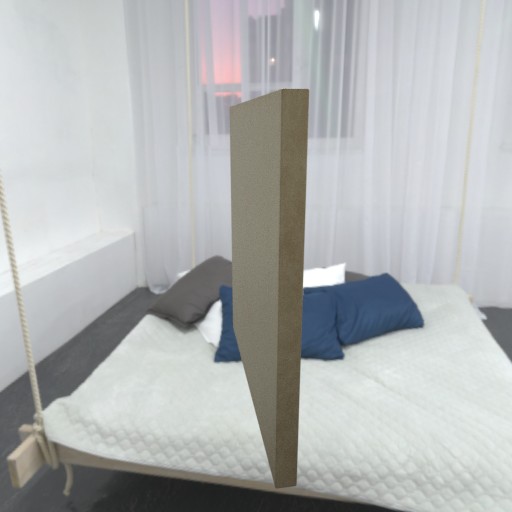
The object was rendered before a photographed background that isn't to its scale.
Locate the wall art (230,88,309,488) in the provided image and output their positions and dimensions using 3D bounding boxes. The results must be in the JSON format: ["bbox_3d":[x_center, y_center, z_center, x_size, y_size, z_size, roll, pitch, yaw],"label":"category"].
[{"bbox_3d":[0.000,0.000,0.765,0.030,0.506,0.503,-3,17,-9],"label":"wall art"}]
